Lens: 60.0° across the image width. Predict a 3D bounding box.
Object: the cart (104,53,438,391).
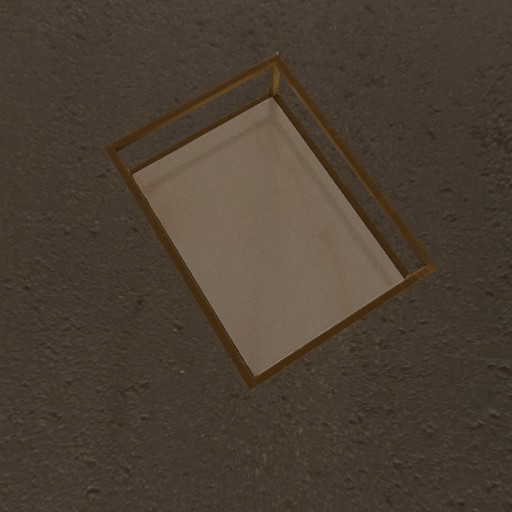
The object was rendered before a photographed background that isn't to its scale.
[{"bbox_3d":[0.000,0.000,1.003,0.332,0.761,0.483,-31,78,-7],"label":"cart"}]
